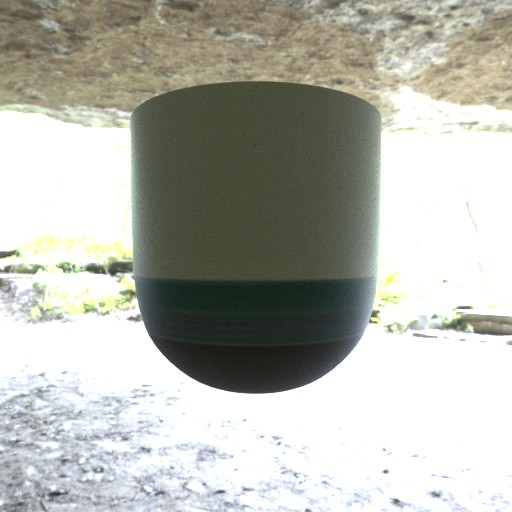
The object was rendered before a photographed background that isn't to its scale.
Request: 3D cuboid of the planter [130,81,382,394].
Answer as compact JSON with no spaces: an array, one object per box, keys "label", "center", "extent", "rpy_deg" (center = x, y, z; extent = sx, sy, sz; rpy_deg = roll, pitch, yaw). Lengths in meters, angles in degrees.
[{"label":"planter","center":[0.000,0.000,0.372],"extent":[0.204,0.214,0.204],"rpy_deg":[0,0,0]}]
